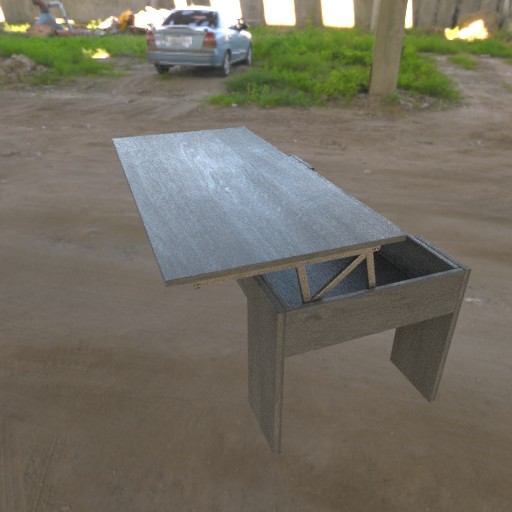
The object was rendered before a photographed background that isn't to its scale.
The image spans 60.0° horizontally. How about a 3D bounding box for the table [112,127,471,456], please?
[{"bbox_3d":[0.000,0.000,1.412,0.711,0.570,1.000,-11,31,-18],"label":"table"}]
